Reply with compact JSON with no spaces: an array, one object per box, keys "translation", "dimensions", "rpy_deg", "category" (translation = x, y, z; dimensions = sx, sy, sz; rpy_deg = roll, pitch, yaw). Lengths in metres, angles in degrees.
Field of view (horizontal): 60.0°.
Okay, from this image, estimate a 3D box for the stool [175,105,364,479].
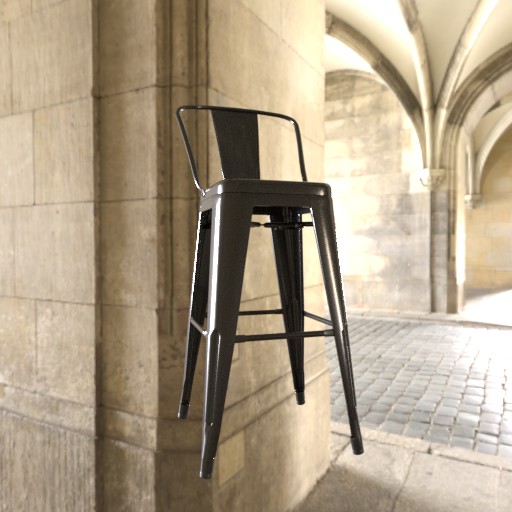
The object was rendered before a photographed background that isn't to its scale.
[{"translation":[0.000,0.000,1.317],"dimensions":[0.432,1.022,0.528],"rpy_deg":[-1,2,-17],"category":"stool"}]
